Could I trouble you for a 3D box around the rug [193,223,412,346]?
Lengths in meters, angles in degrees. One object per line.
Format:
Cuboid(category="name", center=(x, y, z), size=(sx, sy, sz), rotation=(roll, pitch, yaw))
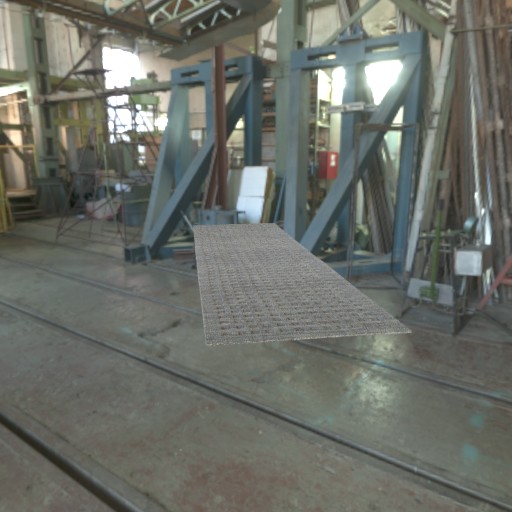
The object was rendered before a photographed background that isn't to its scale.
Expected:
Cuboid(category="rug", center=(0.000, 0.000, 2.641), size=(0.706, 0.009, 2.443), rotation=(-2, 13, -9))
